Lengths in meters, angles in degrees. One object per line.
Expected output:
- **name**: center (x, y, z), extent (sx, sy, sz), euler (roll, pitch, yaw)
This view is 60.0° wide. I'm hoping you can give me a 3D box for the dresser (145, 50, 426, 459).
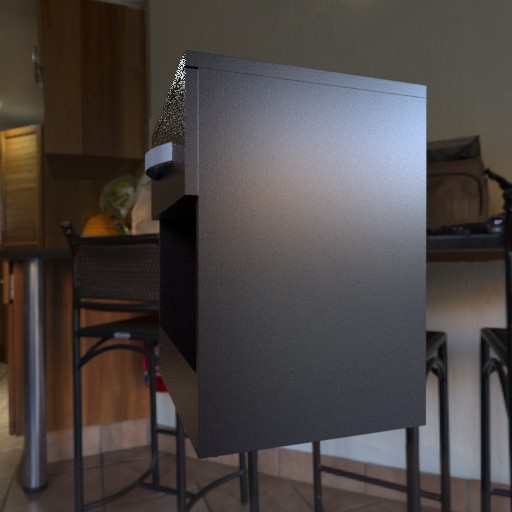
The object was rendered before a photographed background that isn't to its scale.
- **dresser**: center (0.000, 0.000, 0.743), extent (0.360, 0.470, 0.400), euler (0, 0, -19)
